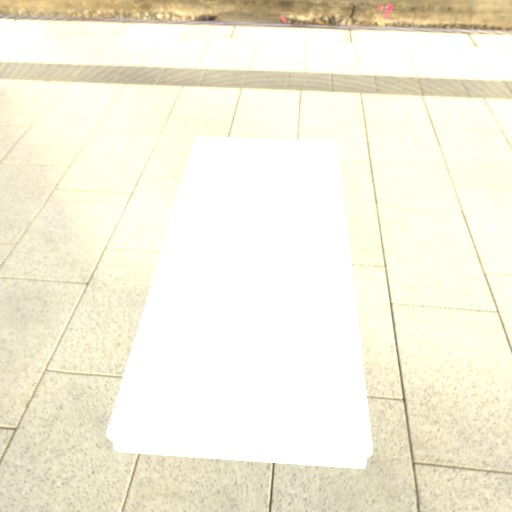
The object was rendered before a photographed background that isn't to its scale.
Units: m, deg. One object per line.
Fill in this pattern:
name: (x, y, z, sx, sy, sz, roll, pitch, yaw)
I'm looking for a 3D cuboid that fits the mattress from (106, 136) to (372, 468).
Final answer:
mattress: (0.000, 0.000, 2.192, 0.900, 0.200, 1.900, 3, 46, 3)
